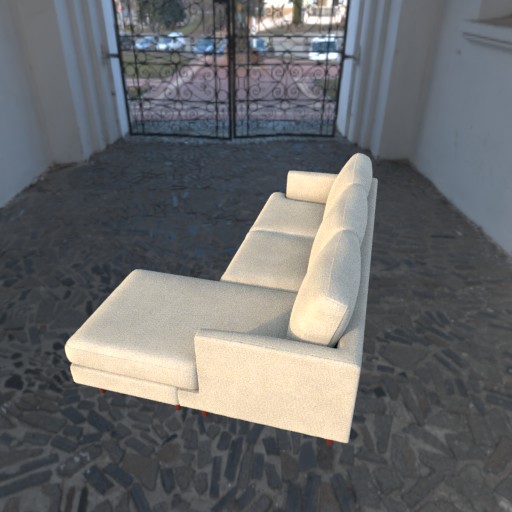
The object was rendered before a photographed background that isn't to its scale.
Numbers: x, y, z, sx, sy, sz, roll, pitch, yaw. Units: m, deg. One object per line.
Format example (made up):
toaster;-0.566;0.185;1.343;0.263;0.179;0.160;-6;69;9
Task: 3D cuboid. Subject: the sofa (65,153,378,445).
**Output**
sofa;0.000;0.000;3.044;1.504;0.956;2.233;8;32;13
